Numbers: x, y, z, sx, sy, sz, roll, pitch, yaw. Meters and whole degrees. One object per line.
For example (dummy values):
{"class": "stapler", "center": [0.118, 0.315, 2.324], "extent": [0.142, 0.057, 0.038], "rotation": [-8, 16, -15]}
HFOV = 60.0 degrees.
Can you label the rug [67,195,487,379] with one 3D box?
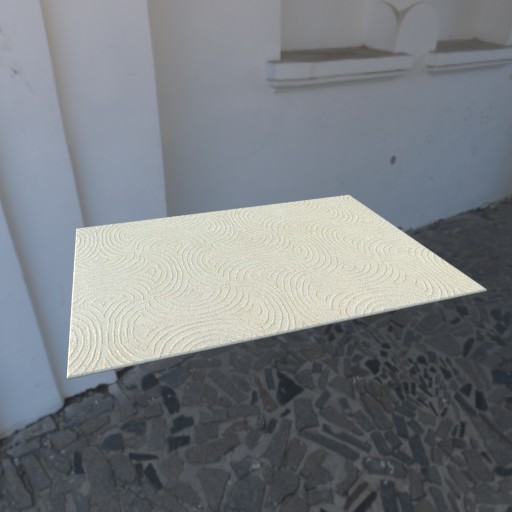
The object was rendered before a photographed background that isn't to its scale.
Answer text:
{"class": "rug", "center": [0.000, 0.000, 2.746], "extent": [2.132, 0.015, 1.526], "rotation": [-9, 30, -16]}
